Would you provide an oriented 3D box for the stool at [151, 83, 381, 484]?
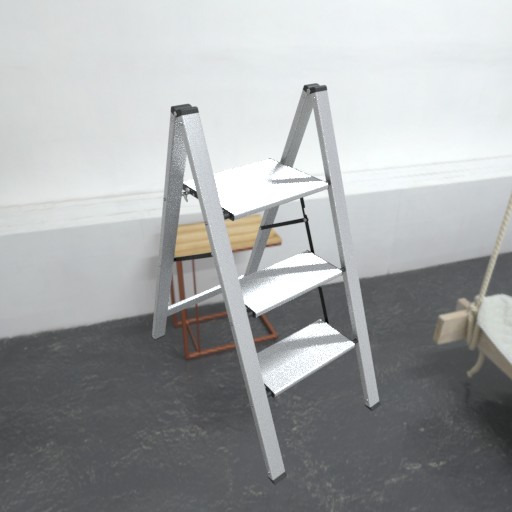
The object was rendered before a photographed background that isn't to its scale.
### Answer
[{"bbox_3d":[0.000,0.000,1.294,0.441,0.902,0.730,-22,38,-31],"label":"stool"}]
